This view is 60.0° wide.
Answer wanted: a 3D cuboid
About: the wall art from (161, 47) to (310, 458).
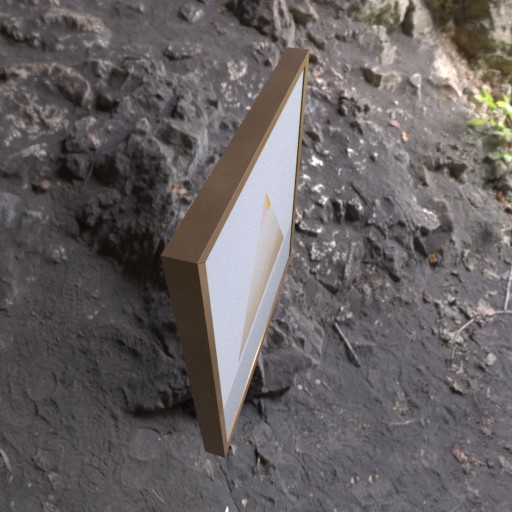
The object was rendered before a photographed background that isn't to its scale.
[{"bbox_3d":[0.000,0.000,0.773,0.038,0.511,0.513,12,48,11],"label":"wall art"}]
